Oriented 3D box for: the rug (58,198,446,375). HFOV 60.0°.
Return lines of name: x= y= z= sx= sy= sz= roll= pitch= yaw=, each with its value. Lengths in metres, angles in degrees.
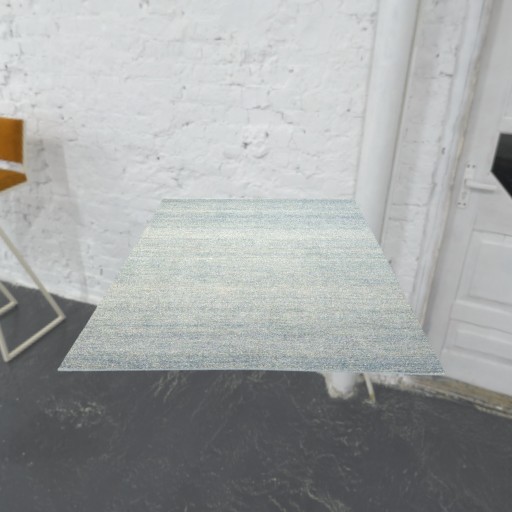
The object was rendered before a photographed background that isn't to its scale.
rug: x=0.000 y=0.000 z=4.231 sx=2.461 sy=0.046 sz=3.237 roll=1 pitch=27 yaw=1
